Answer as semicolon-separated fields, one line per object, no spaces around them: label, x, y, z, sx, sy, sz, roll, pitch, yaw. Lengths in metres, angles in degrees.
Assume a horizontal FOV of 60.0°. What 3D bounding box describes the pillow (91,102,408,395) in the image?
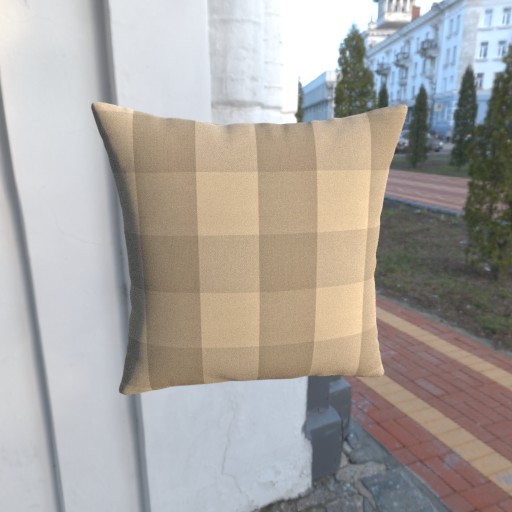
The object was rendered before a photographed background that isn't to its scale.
pillow;0.000;0.000;0.779;0.511;0.509;0.161;-2;16;-7
